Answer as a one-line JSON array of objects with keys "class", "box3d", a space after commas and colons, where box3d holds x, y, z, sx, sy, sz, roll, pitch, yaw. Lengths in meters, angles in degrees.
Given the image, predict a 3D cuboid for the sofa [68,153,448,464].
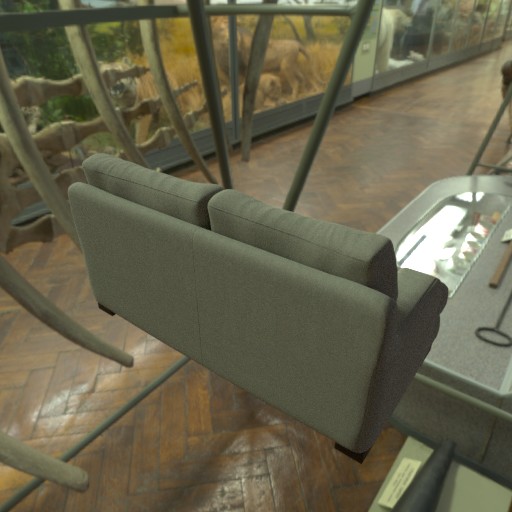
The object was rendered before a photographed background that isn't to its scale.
[{"class": "sofa", "box3d": [0.000, 0.000, 2.387, 1.855, 0.980, 0.962, 21, 36, 31]}]
